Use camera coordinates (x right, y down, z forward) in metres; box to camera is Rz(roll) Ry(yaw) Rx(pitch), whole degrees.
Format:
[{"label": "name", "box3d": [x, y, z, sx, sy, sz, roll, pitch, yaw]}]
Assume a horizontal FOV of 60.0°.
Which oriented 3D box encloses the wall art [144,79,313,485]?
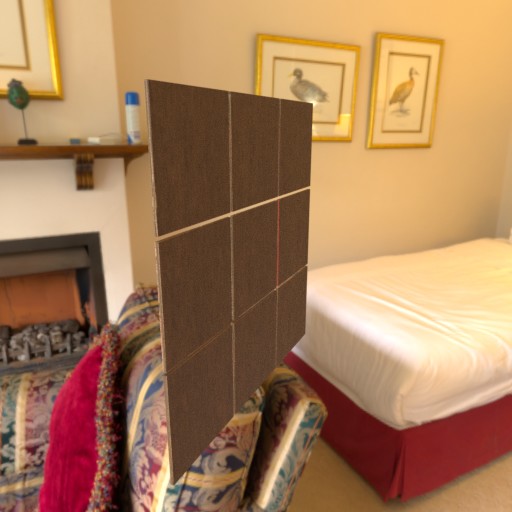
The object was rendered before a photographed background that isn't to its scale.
[{"label": "wall art", "box3d": [0.000, 0.000, 1.775, 0.013, 1.213, 1.215, 8, 18, 25]}]
